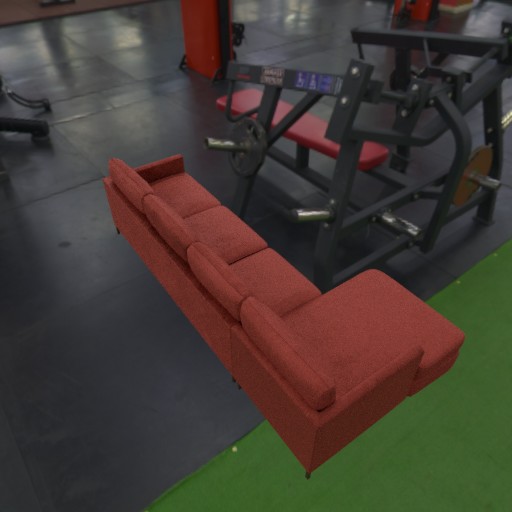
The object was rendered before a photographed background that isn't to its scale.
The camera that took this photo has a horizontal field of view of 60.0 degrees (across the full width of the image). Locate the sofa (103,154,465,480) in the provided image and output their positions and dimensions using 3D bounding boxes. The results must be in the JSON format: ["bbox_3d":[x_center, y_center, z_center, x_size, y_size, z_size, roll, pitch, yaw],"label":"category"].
[{"bbox_3d":[0.000,0.000,4.035,1.500,0.967,3.400,-25,47,-26],"label":"sofa"}]
